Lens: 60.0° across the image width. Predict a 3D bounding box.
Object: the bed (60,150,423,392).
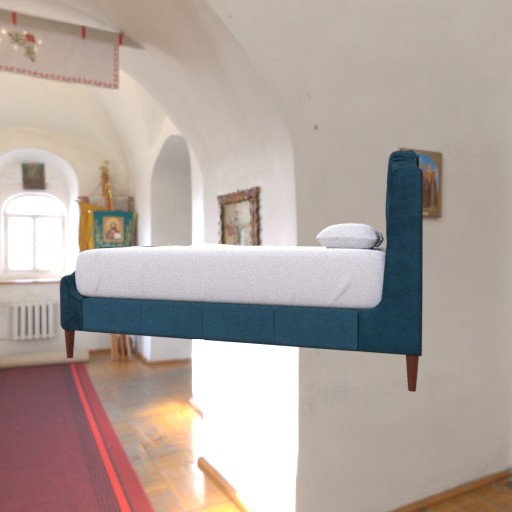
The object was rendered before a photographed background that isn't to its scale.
[{"bbox_3d":[0.000,0.000,3.402,2.322,1.351,1.676,1,2,18],"label":"bed"}]
